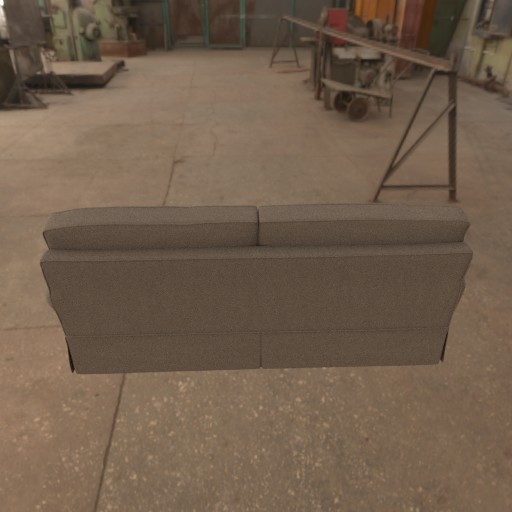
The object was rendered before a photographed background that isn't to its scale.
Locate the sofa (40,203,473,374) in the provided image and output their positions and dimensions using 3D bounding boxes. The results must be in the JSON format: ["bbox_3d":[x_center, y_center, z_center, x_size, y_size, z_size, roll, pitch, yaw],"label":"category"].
[{"bbox_3d":[0.000,0.000,2.715,2.248,0.943,0.991,-1,31,-2],"label":"sofa"}]
